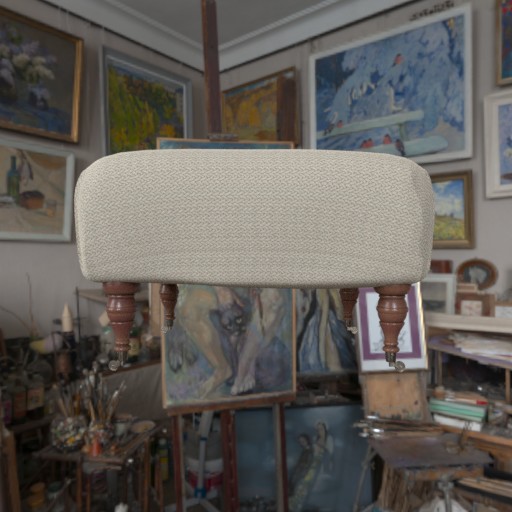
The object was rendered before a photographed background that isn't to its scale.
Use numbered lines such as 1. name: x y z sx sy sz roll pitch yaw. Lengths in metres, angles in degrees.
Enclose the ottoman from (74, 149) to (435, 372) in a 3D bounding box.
1. ottoman: 0.000 0.000 1.083 0.684 0.447 0.622 0 0 1
